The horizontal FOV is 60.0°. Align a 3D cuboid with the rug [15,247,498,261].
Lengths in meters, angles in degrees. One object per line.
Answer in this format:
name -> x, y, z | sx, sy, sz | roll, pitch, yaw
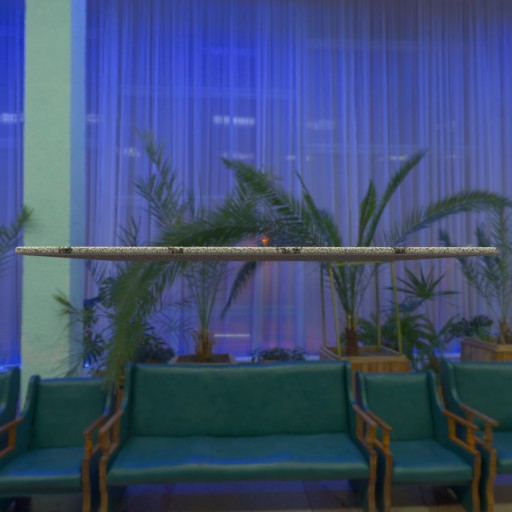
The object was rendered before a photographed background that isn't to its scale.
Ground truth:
rug -> 0.000, 0.000, 2.225 | 1.778, 0.030, 1.219 | 0, -2, -1
